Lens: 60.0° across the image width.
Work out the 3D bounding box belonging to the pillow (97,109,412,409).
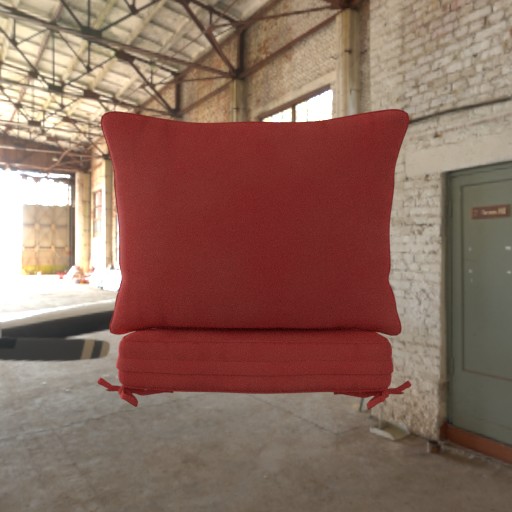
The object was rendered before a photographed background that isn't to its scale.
[{"bbox_3d":[0.000,0.000,1.379,0.798,0.725,0.733,0,0,2],"label":"pillow"}]
